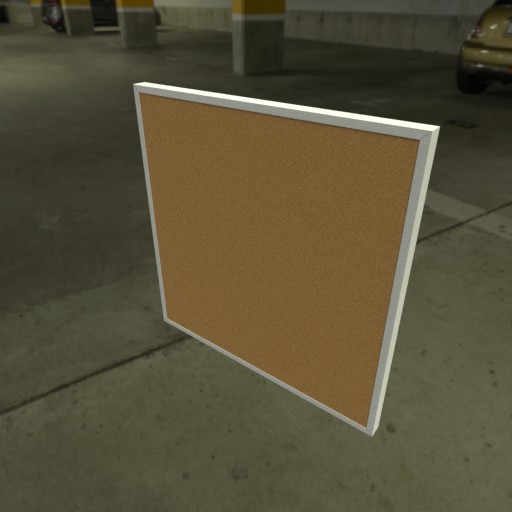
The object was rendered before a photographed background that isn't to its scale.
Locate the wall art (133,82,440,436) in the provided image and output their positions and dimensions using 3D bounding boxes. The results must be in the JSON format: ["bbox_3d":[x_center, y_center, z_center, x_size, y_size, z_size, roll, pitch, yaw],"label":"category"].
[{"bbox_3d":[0.000,0.000,1.134,0.762,0.762,0.038,21,36,32],"label":"wall art"}]
